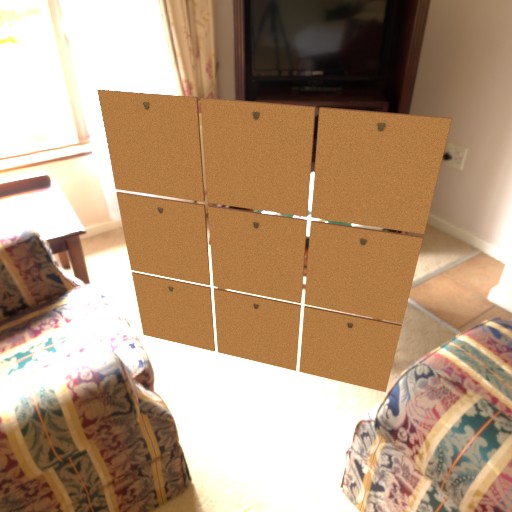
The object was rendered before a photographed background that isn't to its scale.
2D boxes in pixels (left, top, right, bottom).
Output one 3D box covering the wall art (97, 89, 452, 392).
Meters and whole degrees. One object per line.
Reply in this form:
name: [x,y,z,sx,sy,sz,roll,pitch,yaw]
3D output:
wall art: [0.000,0.000,2.267,1.533,1.532,0.019,10,35,15]
